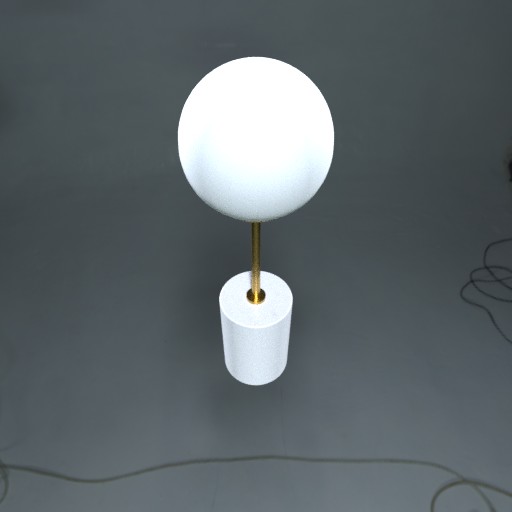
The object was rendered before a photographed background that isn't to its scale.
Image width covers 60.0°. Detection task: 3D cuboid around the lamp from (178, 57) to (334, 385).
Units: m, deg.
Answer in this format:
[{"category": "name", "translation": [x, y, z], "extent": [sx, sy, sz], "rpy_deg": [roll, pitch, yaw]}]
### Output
[{"category": "lamp", "translation": [0.000, 0.000, 0.558], "extent": [0.153, 0.480, 0.153], "rpy_deg": [0, 46, 0]}]
